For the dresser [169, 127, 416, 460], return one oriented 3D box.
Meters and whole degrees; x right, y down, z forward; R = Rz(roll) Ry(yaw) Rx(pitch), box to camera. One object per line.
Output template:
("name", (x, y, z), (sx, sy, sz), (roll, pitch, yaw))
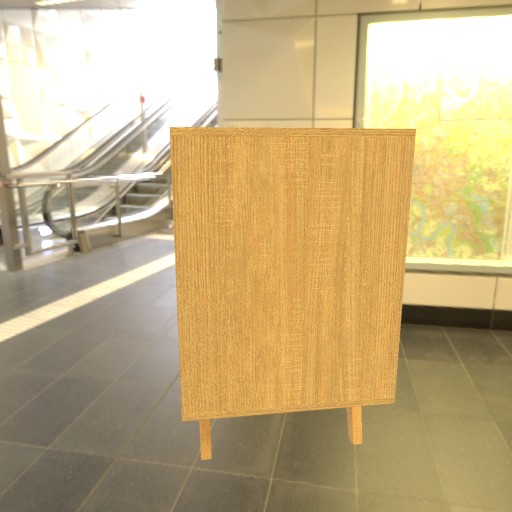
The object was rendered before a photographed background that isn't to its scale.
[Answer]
("dresser", (0.000, 0.000, 1.499), (0.500, 0.780, 1.110), (-2, 13, -8))
